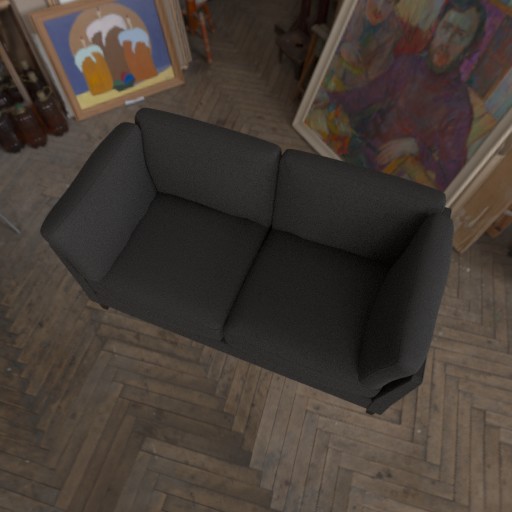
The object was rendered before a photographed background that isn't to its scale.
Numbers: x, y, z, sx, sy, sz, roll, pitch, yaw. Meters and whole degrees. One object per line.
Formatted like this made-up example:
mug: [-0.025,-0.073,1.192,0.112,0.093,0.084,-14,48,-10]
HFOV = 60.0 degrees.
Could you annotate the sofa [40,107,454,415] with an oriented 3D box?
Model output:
sofa: [0.000,0.000,2.305,1.751,0.920,0.969,19,59,12]
